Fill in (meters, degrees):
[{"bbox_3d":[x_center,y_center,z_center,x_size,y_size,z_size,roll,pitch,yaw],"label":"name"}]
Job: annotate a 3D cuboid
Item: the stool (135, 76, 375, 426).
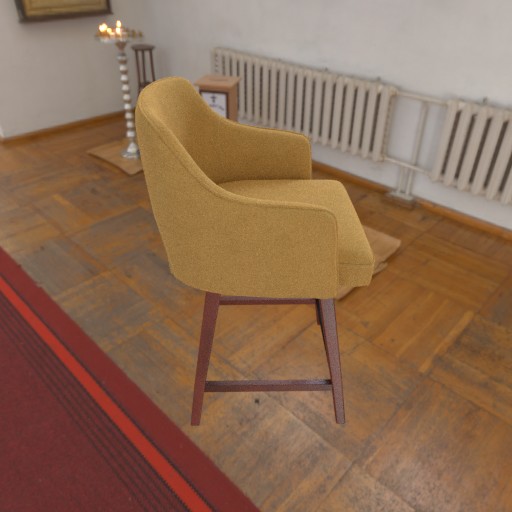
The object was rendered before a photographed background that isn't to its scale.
[{"bbox_3d":[0.000,0.000,1.281,0.558,0.924,0.548,-1,34,-1],"label":"stool"}]
